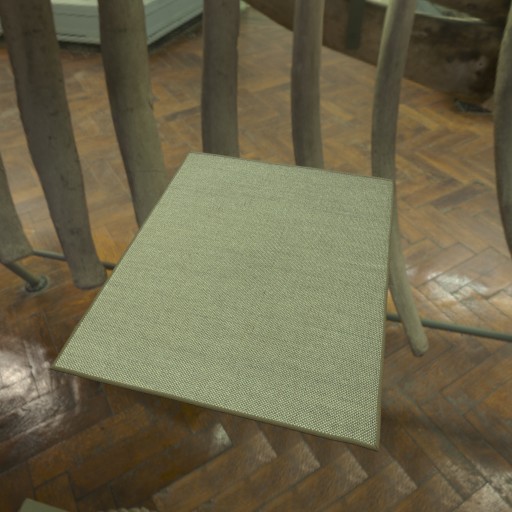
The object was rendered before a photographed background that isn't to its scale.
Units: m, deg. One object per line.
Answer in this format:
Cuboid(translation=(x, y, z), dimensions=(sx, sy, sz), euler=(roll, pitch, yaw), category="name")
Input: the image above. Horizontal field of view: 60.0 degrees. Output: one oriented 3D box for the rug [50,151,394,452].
Cuboid(translation=(0.000, 0.000, 4.097), dimensions=(2.413, 0.020, 3.041), euler=(10, 47, 10), category="rug")
